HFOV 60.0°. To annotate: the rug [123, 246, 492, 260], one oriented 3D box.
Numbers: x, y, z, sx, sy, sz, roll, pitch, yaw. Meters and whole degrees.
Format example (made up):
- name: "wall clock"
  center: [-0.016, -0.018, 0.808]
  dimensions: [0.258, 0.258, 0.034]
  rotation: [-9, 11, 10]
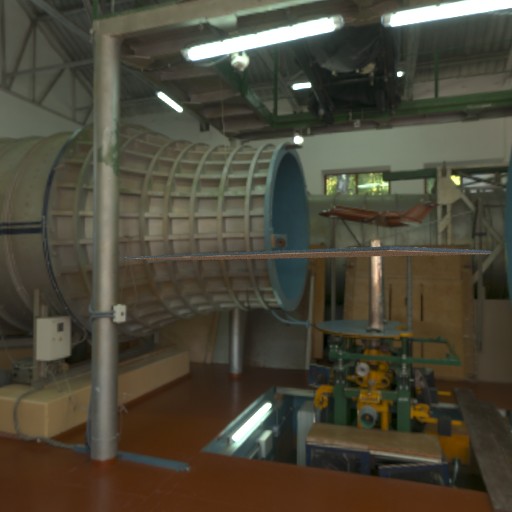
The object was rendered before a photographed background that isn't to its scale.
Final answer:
- name: "rug"
  center: [0.000, 0.000, 2.497]
  dimensions: [0.678, 0.014, 2.276]
  rotation: [1, -2, -37]
